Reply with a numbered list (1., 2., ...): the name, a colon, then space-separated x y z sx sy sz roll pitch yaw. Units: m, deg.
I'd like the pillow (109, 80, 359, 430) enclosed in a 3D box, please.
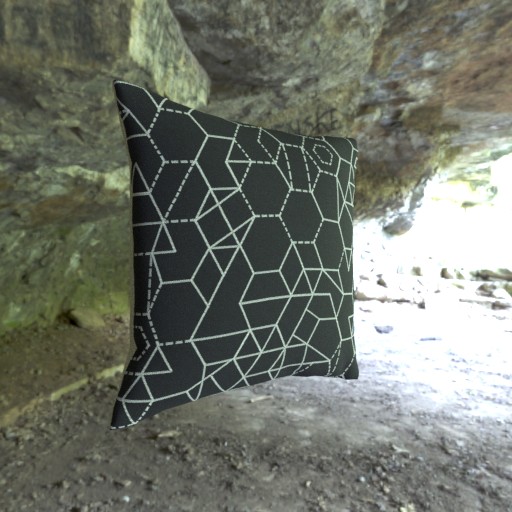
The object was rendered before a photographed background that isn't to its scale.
1. pillow: 0.000 0.000 0.789 0.517 0.508 0.158 1 -1 -36
